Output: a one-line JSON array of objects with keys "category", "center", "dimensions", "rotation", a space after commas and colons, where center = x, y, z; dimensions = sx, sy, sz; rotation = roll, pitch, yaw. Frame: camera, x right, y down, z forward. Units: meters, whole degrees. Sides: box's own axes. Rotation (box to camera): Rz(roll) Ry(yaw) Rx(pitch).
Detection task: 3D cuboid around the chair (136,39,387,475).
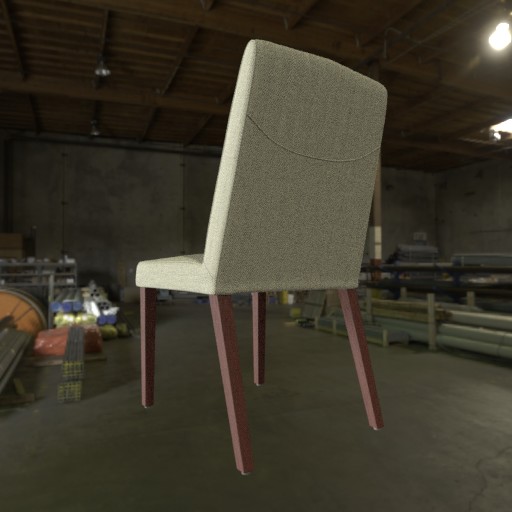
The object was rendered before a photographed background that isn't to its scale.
[{"category": "chair", "center": [0.000, 0.000, 1.238], "dimensions": [0.480, 0.900, 0.594], "rotation": [1, -1, -36]}]
